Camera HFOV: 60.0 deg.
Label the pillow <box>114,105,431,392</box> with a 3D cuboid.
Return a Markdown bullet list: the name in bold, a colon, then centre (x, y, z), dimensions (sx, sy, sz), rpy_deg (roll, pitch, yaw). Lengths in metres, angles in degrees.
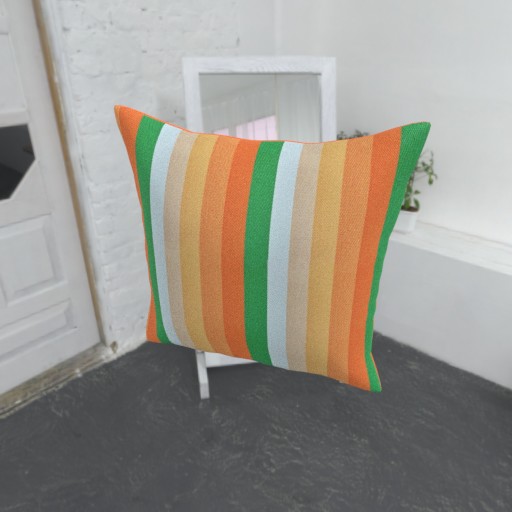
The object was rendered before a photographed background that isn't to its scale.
- **pillow**: centre (0.000, 0.000, 0.709), dimensions (0.453, 0.444, 0.169), rpy_deg (9, 29, 16)
